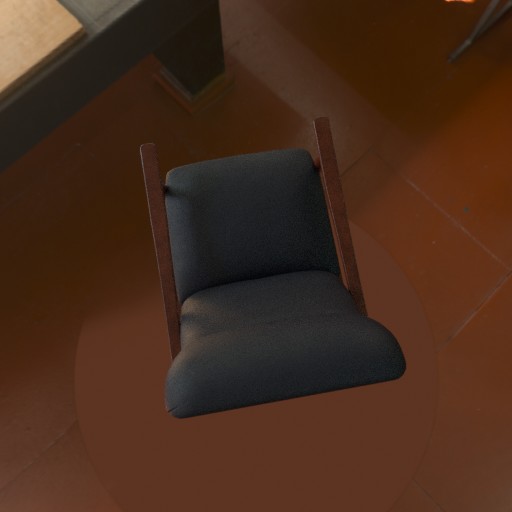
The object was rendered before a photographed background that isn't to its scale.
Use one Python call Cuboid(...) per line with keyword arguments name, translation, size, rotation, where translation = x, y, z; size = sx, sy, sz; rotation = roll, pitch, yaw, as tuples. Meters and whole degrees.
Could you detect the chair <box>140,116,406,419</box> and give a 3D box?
Cuboid(name="chair", translation=(0.000, 0.000, 1.740), size=(0.762, 1.082, 1.014), rotation=(-10, 77, -2))
